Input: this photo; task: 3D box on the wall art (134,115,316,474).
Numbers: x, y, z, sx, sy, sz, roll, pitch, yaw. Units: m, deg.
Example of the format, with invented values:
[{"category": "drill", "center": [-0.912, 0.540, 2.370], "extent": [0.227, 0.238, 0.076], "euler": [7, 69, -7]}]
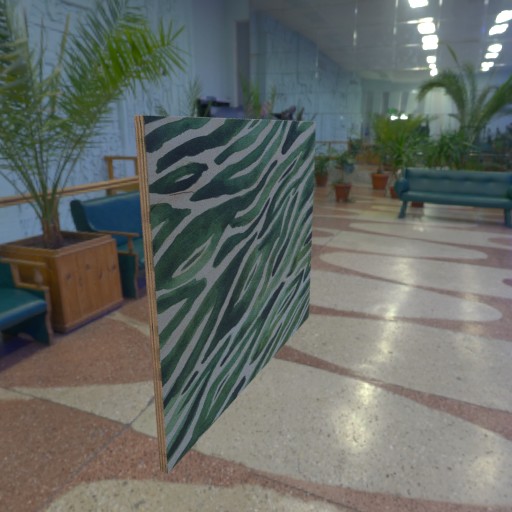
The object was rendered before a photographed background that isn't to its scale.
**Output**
[{"category": "wall art", "center": [0.000, 0.000, 0.694], "extent": [0.012, 0.408, 0.508], "euler": [8, 18, 25]}]
